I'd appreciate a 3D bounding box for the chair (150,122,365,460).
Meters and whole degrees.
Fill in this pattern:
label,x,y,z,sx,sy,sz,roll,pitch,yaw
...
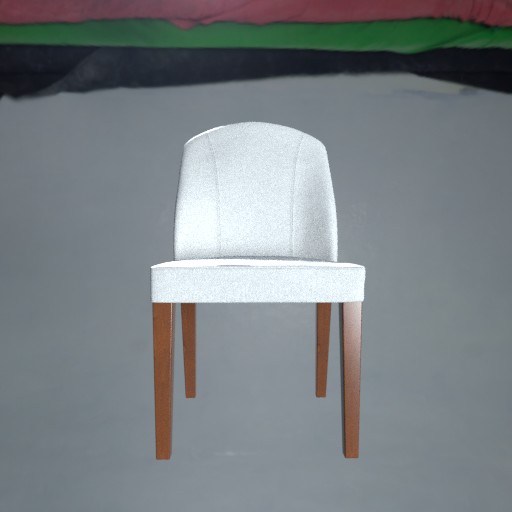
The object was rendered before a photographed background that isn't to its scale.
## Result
label,x,y,z,sx,sy,sz,roll,pitch,yaw
chair,0.000,0.000,1.209,0.472,0.893,0.540,0,0,-1
